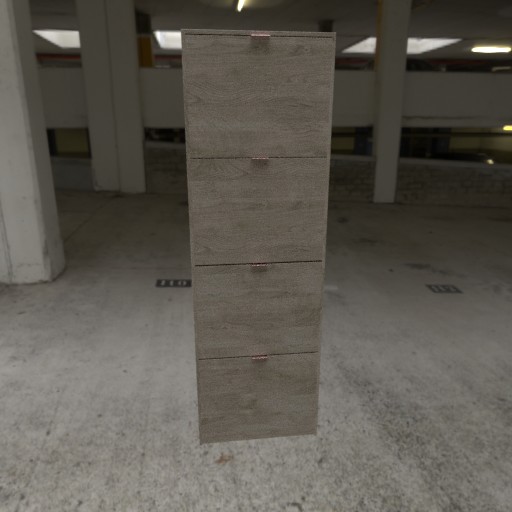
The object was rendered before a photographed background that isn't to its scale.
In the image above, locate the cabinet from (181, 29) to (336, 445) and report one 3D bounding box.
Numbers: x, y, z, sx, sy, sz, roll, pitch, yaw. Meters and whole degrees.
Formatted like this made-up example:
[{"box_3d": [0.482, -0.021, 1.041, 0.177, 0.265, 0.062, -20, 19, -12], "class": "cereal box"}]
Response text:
[{"box_3d": [0.000, 0.000, 1.814, 0.520, 1.630, 0.250, -2, 17, -7], "class": "cabinet"}]
